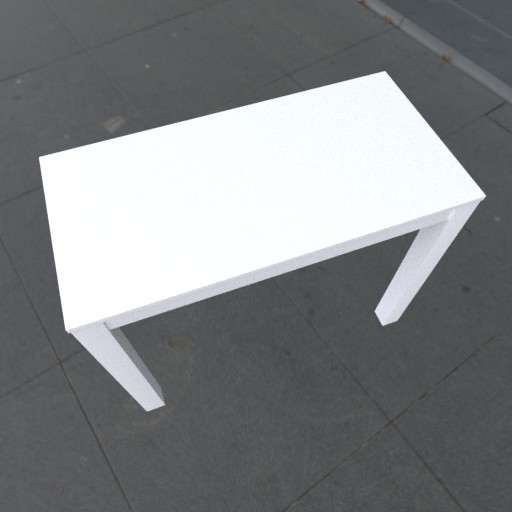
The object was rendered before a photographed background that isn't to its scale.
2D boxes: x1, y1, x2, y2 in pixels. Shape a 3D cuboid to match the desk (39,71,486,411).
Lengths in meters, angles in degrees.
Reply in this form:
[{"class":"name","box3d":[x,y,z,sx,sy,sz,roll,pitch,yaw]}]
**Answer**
[{"class":"desk","box3d":[0.000,0.000,1.417,0.990,0.762,0.497,-17,60,-10]}]
